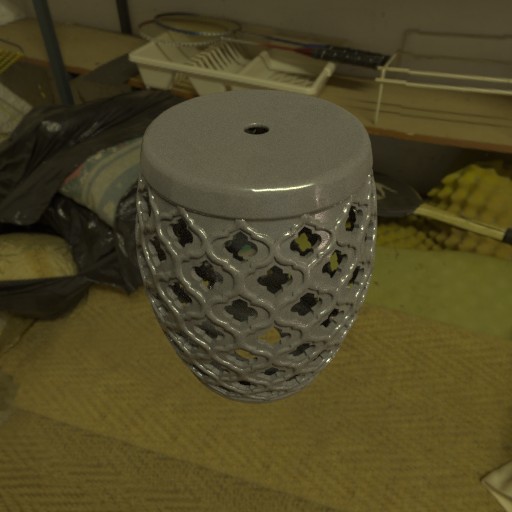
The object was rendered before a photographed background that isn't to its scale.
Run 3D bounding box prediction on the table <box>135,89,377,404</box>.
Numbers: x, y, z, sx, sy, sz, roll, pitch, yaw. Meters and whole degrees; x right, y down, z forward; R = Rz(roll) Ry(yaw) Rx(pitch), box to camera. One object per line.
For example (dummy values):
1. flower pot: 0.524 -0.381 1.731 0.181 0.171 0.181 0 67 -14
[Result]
1. table: 0.000 0.000 0.637 0.325 0.388 0.325 0 41 0
